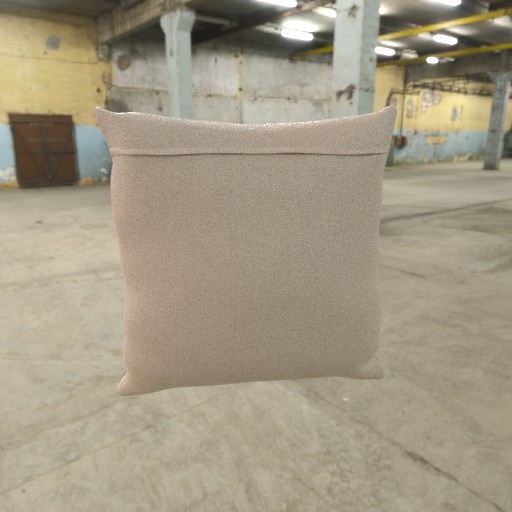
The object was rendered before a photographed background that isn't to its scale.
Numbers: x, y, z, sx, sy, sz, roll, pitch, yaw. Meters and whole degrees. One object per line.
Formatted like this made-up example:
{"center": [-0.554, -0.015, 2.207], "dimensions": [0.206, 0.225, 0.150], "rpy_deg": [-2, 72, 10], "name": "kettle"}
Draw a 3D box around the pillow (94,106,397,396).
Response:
{"center": [0.000, 0.000, 0.677], "dimensions": [0.440, 0.441, 0.182], "rpy_deg": [-2, 14, -9], "name": "pillow"}
